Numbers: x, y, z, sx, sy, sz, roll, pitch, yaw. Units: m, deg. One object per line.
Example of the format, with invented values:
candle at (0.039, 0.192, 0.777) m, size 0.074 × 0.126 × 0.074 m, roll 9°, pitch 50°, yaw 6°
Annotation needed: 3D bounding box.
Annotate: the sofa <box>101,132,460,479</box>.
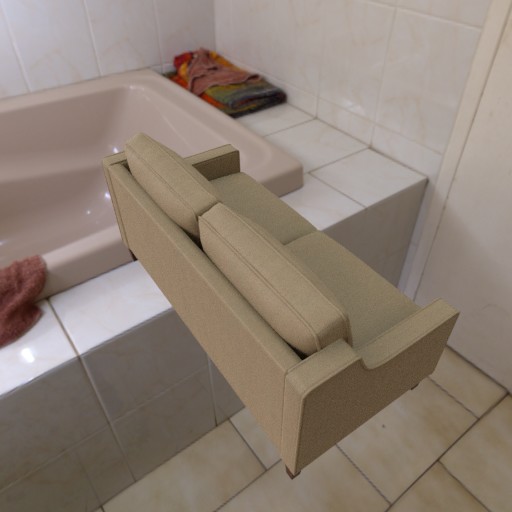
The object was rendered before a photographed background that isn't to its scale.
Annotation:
sofa at (0.000, 0.000, 2.790) m, size 1.066 × 1.071 × 2.178 m, roll -24°, pitch 47°, yaw -25°
